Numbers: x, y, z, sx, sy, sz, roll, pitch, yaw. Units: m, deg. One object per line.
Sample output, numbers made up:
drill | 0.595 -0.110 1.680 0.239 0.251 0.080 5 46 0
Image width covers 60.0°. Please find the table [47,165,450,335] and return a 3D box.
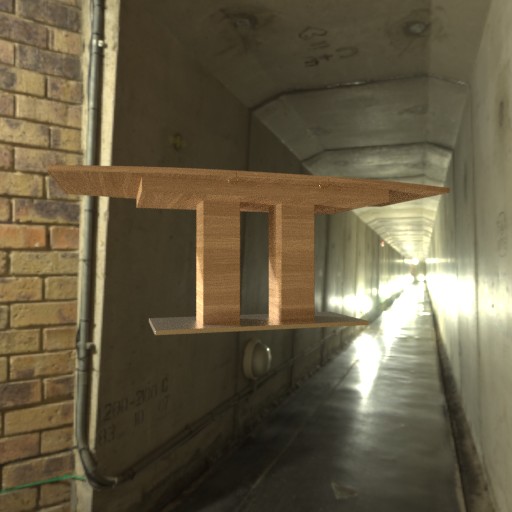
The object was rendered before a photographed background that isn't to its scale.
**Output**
table | 0.000 0.000 2.464 2.032 0.750 0.900 0 -1 -17
